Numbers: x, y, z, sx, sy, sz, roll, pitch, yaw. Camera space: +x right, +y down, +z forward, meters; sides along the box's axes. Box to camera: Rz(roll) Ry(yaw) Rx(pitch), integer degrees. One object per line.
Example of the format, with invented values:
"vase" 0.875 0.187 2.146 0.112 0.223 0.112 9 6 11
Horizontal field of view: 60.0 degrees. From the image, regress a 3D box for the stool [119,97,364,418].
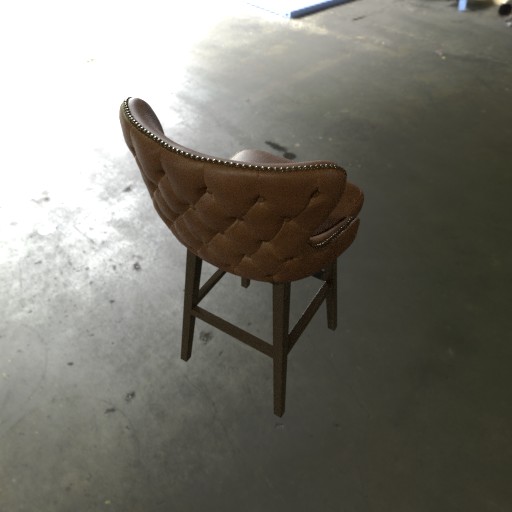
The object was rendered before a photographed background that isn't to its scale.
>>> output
"stool" 0.000 0.000 1.438 0.591 1.087 0.606 24 50 22
